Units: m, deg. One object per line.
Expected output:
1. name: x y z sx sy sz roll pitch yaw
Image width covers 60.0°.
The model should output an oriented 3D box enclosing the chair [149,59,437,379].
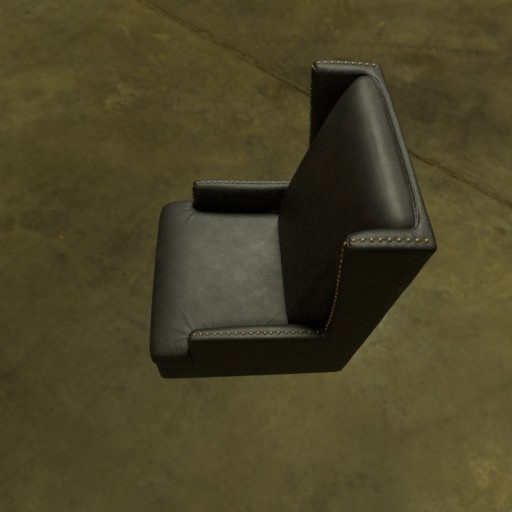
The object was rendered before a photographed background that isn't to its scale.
1. chair: 0.000 0.000 1.632 0.799 1.142 0.703 -2 59 -1
